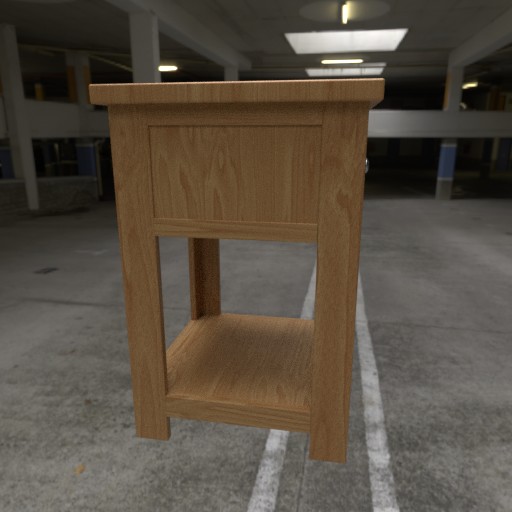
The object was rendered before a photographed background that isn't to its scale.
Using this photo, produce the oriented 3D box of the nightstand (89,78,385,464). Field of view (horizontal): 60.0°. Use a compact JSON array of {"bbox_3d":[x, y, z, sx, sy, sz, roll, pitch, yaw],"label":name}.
[{"bbox_3d":[0.000,0.000,0.892,0.418,0.614,0.428,3,16,10],"label":"nightstand"}]
